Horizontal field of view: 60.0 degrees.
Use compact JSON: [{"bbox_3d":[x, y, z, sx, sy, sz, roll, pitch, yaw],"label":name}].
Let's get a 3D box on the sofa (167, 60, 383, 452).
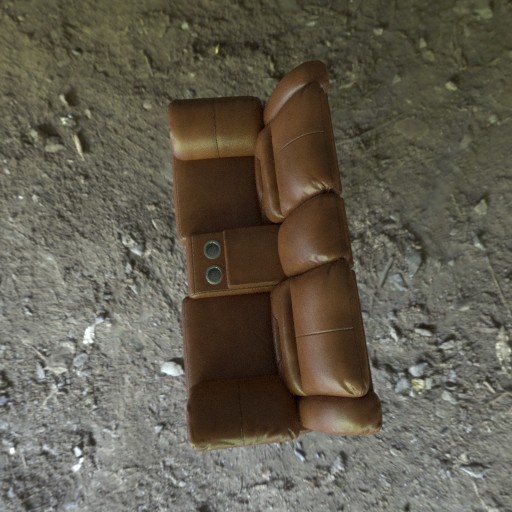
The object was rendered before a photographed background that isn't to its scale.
[{"bbox_3d":[0.000,0.000,2.620,0.991,1.043,2.058,-6,77,-1],"label":"sofa"}]
